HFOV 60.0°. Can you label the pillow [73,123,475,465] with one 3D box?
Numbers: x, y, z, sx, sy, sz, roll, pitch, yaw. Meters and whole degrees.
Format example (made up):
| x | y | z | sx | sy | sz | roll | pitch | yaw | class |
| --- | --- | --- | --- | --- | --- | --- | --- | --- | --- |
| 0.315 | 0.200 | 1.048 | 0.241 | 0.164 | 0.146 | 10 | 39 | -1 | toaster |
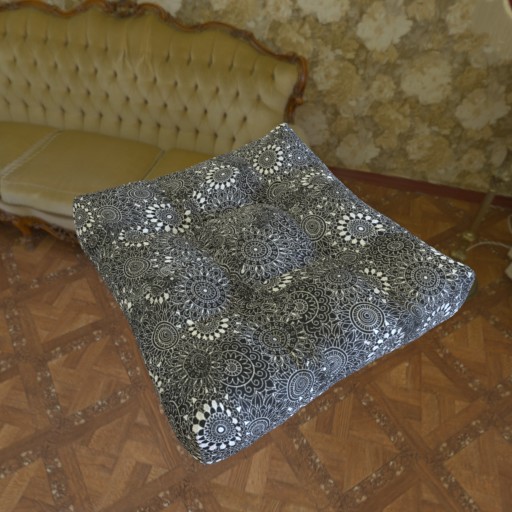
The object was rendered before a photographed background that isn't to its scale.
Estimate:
| x | y | z | sx | sy | sz | roll | pitch | yaw | class |
| --- | --- | --- | --- | --- | --- | --- | --- | --- | --- |
| 0.000 | 0.000 | 0.718 | 0.468 | 0.128 | 0.490 | -25 | 52 | -21 | pillow |
